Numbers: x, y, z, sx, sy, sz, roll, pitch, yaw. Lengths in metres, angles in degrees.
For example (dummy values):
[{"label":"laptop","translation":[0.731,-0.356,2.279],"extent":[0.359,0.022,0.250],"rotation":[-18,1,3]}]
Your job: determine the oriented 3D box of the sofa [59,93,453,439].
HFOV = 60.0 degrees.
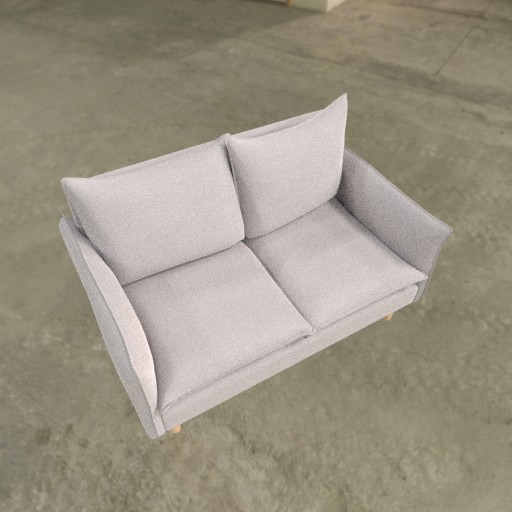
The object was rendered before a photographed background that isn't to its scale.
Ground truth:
[{"label":"sofa","translation":[0.000,0.000,1.789],"extent":[1.300,0.840,0.820],"rotation":[-22,50,-20]}]
